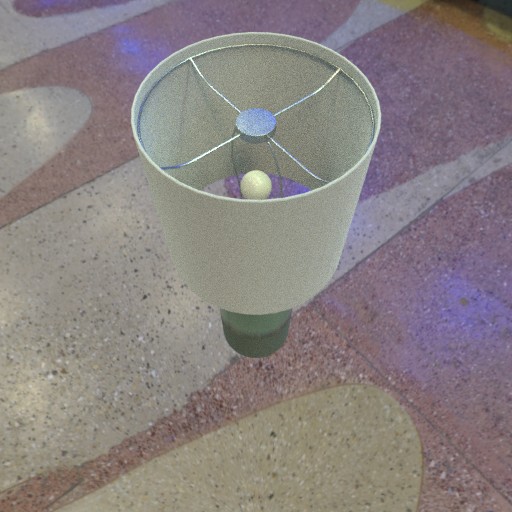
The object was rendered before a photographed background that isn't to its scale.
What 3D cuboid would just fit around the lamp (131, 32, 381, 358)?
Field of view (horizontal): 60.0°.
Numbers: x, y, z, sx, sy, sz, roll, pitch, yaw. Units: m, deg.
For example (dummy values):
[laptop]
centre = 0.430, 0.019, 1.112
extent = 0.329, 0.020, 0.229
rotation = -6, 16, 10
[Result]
[lamp]
centre = 0.000, 0.000, 0.588
extent = 0.212, 0.493, 0.212
rotation = -34, 64, -19
